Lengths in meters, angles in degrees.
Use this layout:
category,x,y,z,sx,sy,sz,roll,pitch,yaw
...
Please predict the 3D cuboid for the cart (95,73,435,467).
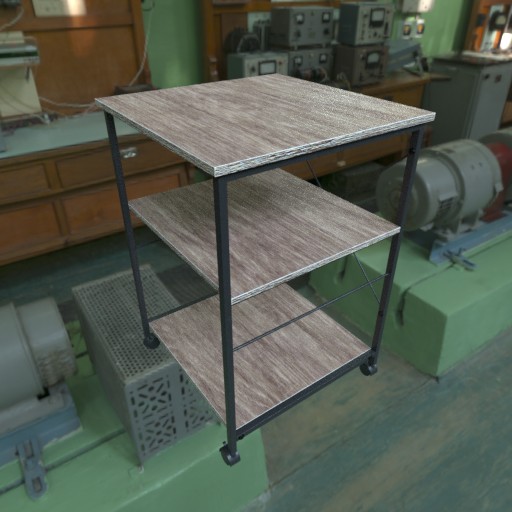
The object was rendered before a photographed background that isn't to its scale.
category,x,y,z,sx,sy,sz,roll,pitch,yaw
cart,0.000,0.000,1.150,0.520,0.762,0.521,-21,38,-29
